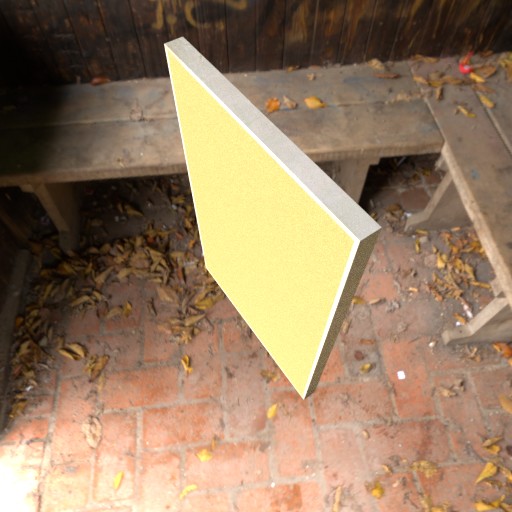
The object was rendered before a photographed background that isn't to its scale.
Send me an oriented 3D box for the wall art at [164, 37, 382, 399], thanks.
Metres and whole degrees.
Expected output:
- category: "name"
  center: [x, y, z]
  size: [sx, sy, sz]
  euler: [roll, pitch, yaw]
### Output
- category: "wall art"
  center: [0.000, 0.000, 0.992]
  size: [0.038, 0.764, 0.508]
  euler: [-30, 63, -18]
